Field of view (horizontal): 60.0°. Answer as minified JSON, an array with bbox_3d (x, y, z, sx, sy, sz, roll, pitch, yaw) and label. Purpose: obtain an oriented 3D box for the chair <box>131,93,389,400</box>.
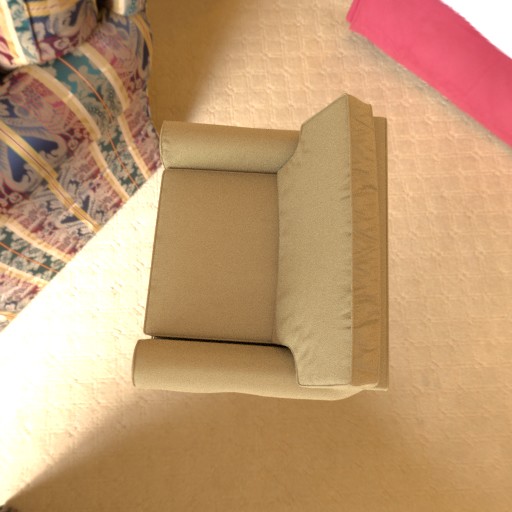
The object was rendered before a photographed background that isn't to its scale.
[{"bbox_3d":[0.000,0.000,1.824,0.903,0.937,1.096,3,76,1],"label":"chair"}]
